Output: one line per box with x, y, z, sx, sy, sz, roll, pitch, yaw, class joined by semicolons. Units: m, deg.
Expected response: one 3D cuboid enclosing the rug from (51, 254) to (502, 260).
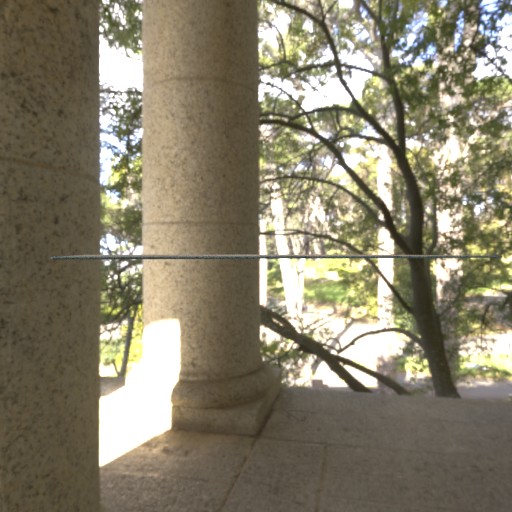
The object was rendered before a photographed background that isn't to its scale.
0.000;0.000;3.971;3.050;0.016;2.441;0;0;-17;rug
